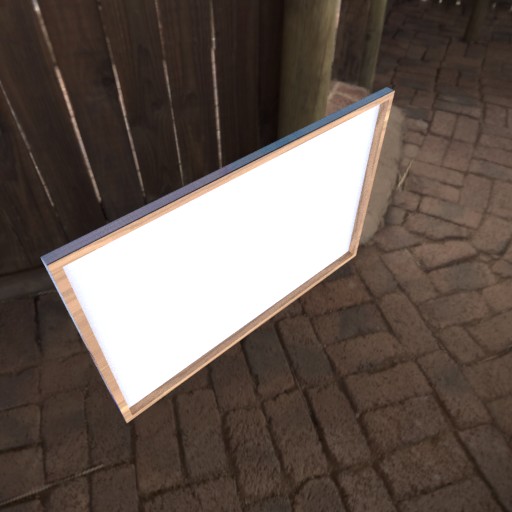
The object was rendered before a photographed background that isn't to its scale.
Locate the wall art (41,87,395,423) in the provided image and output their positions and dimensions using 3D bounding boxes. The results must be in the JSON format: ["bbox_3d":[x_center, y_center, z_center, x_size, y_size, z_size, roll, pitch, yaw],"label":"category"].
[{"bbox_3d":[0.000,0.000,1.425,1.137,0.756,0.034,-32,54,-27],"label":"wall art"}]
